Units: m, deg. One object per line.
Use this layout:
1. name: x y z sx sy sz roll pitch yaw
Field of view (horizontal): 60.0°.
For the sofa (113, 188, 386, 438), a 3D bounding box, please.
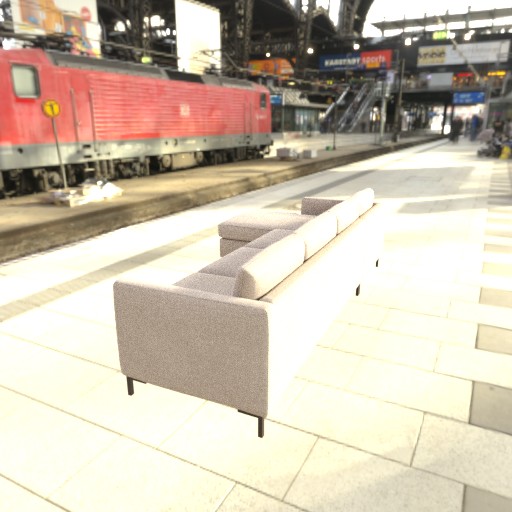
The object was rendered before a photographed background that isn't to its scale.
1. sofa: 0.000 0.000 3.459 1.469 0.816 2.923 8 19 24
